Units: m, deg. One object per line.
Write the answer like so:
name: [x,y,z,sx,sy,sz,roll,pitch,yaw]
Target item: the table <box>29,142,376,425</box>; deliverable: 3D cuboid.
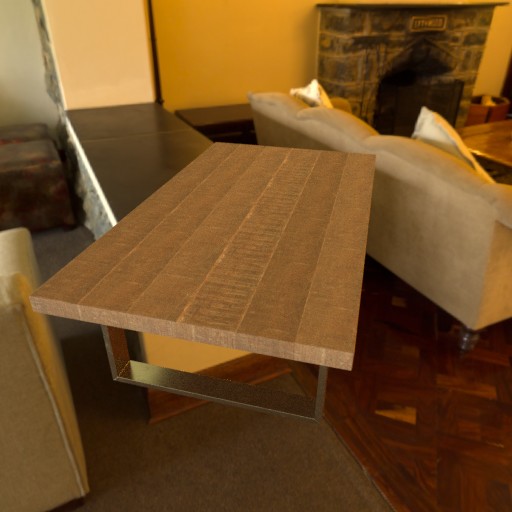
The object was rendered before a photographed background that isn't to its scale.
table: [0.000,0.000,1.710,0.800,0.440,1.400,8,31,13]
